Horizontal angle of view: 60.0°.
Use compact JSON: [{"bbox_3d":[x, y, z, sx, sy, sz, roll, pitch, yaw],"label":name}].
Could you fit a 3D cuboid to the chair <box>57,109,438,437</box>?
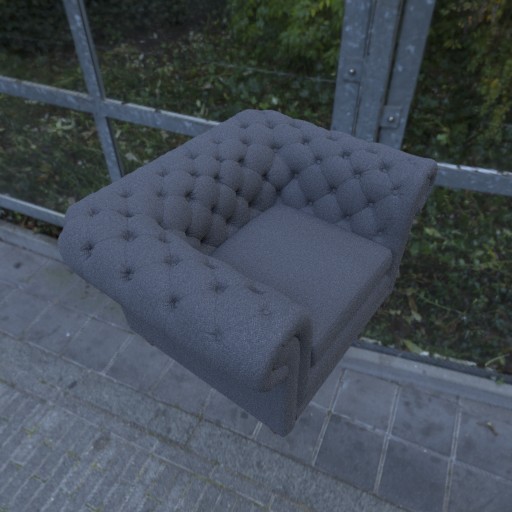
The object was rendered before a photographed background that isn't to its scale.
[{"bbox_3d":[0.000,0.000,1.884,0.976,0.770,1.270,27,49,27],"label":"chair"}]
